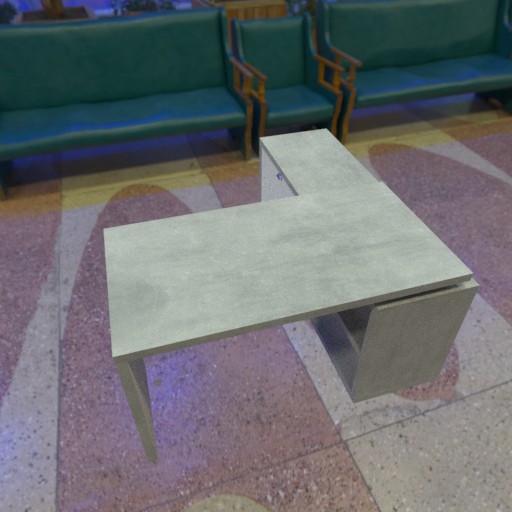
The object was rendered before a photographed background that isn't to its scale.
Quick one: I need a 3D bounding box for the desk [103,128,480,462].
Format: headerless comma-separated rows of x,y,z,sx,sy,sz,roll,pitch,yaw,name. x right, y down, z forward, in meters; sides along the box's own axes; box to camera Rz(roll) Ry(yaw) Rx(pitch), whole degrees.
0.000,0.000,2.335,1.400,0.740,1.500,-11,42,-13,desk
